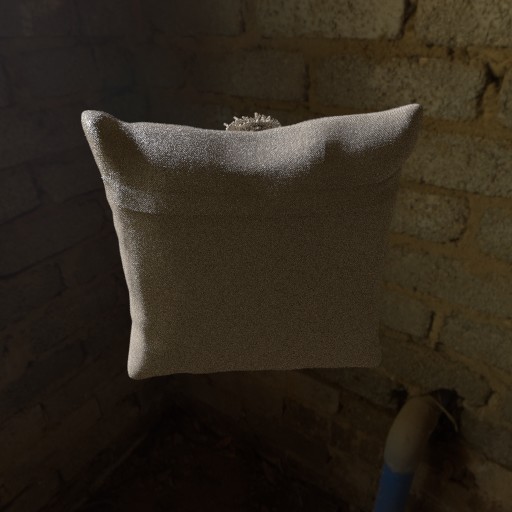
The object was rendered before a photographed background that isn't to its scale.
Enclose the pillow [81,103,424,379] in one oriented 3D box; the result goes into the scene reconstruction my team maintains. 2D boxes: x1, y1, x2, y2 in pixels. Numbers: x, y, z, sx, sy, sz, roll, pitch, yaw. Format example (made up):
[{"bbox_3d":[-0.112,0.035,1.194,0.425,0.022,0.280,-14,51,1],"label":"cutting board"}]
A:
[{"bbox_3d":[0.000,0.000,0.745,0.484,0.490,0.234,-2,29,-3],"label":"pillow"}]
